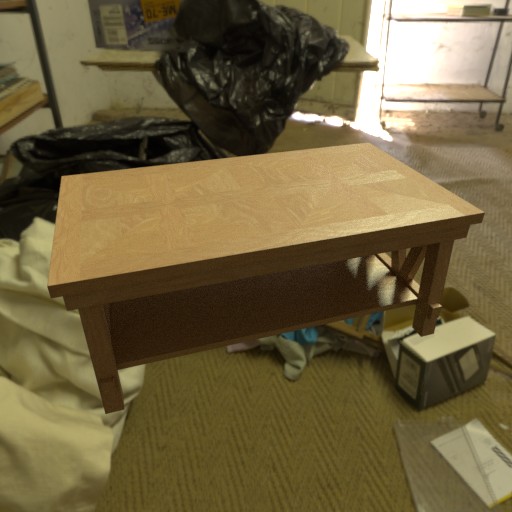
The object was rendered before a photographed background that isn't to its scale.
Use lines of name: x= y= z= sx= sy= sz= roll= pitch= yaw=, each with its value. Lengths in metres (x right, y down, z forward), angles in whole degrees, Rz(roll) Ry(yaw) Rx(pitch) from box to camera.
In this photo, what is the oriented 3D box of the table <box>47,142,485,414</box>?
table: x=0.000 y=0.000 z=1.638 sx=1.270 sy=0.507 sz=0.711 roll=-10 pitch=34 yaw=-15
